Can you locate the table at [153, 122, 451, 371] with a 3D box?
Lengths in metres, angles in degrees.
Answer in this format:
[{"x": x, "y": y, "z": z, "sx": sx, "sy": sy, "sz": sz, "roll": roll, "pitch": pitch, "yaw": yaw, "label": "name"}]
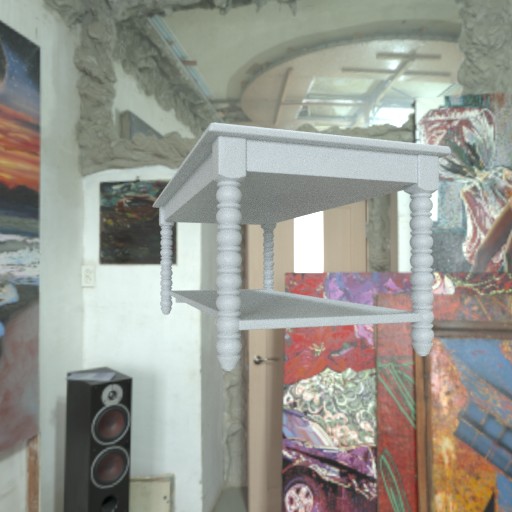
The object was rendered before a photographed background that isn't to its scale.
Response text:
[{"x": 0.000, "y": 0.000, "z": 1.485, "sx": 0.580, "sy": 0.487, "sz": 1.171, "roll": 0, "pitch": -1, "yaw": -18, "label": "table"}]
